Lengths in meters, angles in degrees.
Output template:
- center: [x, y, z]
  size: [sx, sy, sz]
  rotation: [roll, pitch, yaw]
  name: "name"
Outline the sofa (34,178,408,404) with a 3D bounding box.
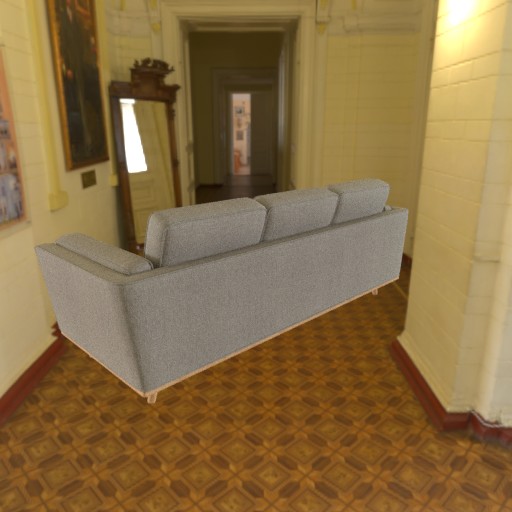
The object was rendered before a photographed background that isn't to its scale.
- center: [0.000, 0.000, 2.832]
  size: [2.362, 0.899, 0.903]
  rotation: [-15, 22, -43]
  name: "sofa"
